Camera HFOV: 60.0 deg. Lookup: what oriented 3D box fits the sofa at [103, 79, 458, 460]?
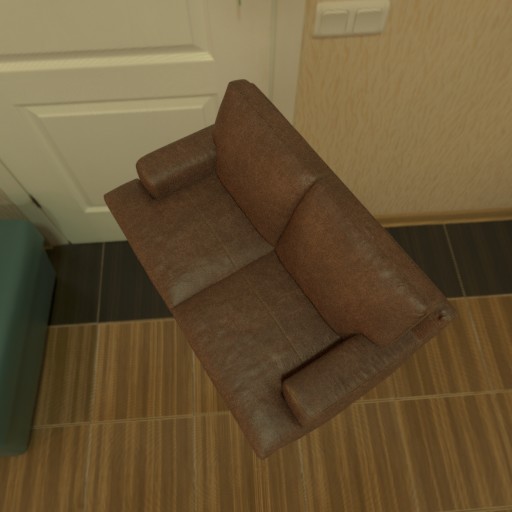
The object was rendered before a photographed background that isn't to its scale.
[{"bbox_3d":[0.000,0.000,2.539,1.143,0.939,1.880,-31,68,-14],"label":"sofa"}]
